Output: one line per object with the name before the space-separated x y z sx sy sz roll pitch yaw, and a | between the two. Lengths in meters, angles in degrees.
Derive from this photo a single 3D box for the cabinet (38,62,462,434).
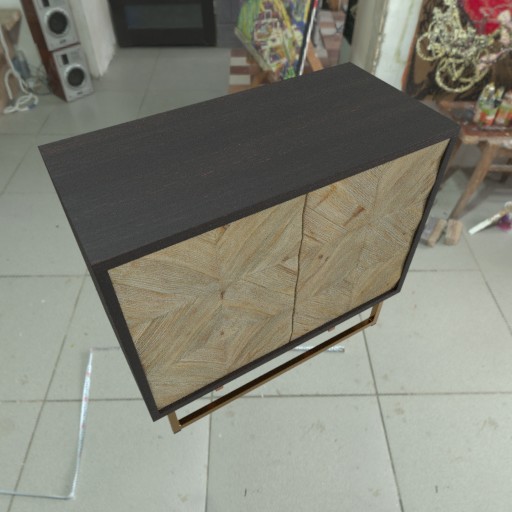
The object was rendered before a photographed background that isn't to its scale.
cabinet | 0.000 0.000 1.405 0.950 0.860 0.451 -23 51 -21
